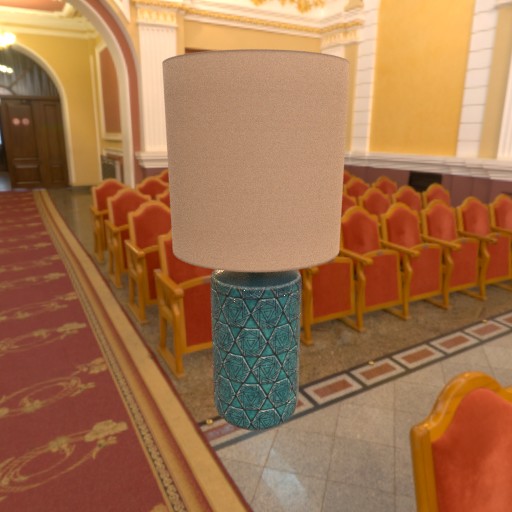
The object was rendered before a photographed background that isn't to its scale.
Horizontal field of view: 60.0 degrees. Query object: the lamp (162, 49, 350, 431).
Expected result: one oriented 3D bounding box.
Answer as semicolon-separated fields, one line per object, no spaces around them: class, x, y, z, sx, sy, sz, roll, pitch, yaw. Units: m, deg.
lamp;0.000;0.000;0.751;0.278;0.597;0.278;-8;18;-27
